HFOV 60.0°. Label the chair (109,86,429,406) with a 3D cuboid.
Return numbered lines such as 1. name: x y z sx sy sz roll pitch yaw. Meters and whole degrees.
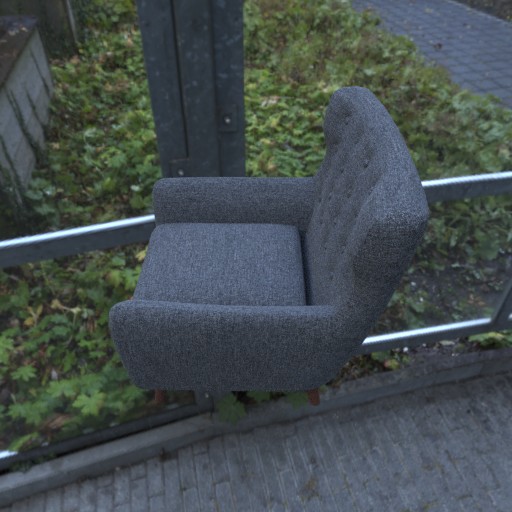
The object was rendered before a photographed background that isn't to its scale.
1. chair: 0.000 0.000 1.722 0.940 1.039 0.889 1 41 1
